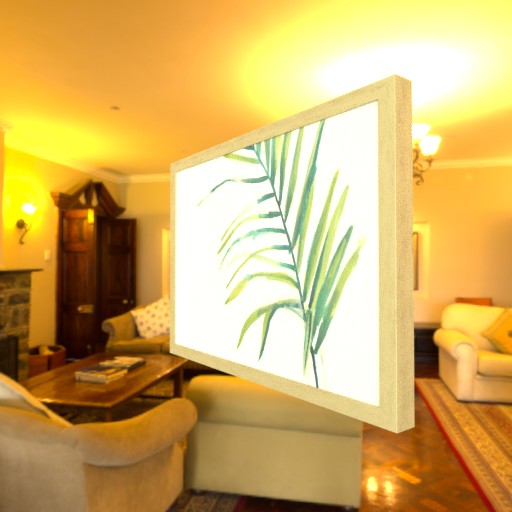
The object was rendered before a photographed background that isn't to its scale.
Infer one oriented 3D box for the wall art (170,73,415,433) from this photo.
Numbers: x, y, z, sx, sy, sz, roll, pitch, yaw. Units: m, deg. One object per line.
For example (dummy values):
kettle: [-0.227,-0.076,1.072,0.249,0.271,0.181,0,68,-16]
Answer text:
wall art: [0.000,0.000,0.689,0.032,0.380,0.532,1,-1,-37]
